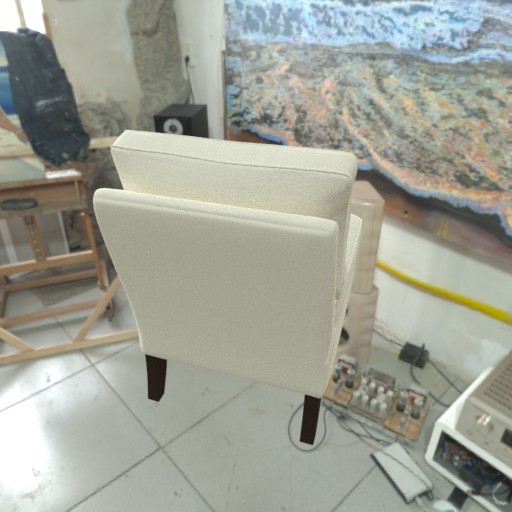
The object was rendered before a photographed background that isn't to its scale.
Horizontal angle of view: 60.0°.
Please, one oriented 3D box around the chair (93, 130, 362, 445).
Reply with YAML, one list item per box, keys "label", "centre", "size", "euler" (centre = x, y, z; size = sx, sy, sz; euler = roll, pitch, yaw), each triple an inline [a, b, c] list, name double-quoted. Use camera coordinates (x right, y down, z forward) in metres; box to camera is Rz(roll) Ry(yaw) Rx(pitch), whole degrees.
- label: "chair"
  centre: [0.000, 0.000, 1.466]
  size: [0.630, 0.887, 0.781]
  euler: [10, 32, 16]
